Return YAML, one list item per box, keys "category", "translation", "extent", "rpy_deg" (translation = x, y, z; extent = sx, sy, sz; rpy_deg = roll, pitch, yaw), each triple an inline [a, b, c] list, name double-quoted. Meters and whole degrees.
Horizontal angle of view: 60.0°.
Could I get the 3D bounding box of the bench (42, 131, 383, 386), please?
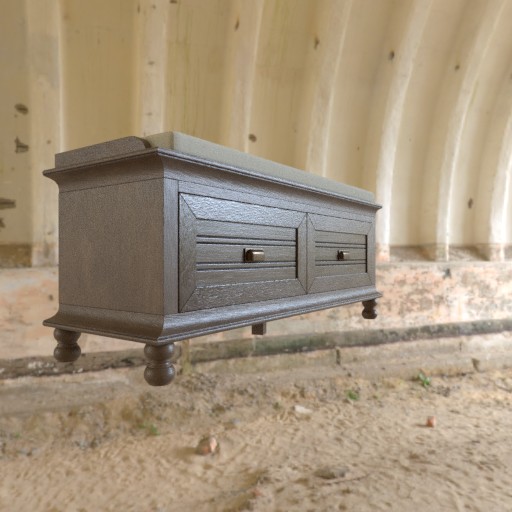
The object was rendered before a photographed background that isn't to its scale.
- category: "bench"
  translation: [0.000, 0.000, 1.418]
  extent: [0.402, 0.501, 1.185]
  rpy_deg: [0, 0, 36]
